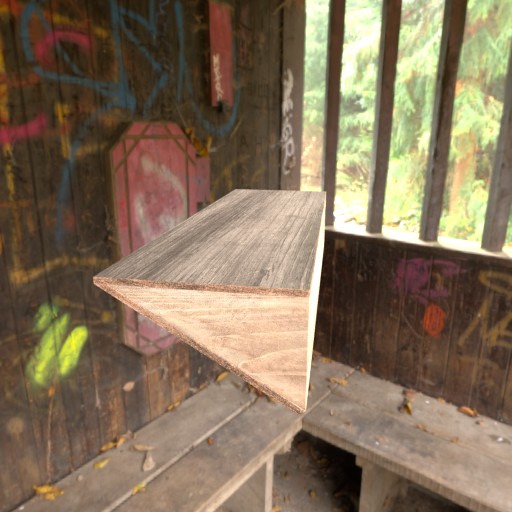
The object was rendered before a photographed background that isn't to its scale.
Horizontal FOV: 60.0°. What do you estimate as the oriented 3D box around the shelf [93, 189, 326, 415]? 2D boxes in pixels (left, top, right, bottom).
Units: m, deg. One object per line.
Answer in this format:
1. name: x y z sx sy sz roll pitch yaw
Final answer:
1. shelf: 0.000 0.000 0.699 0.200 0.125 0.610 3 16 10
